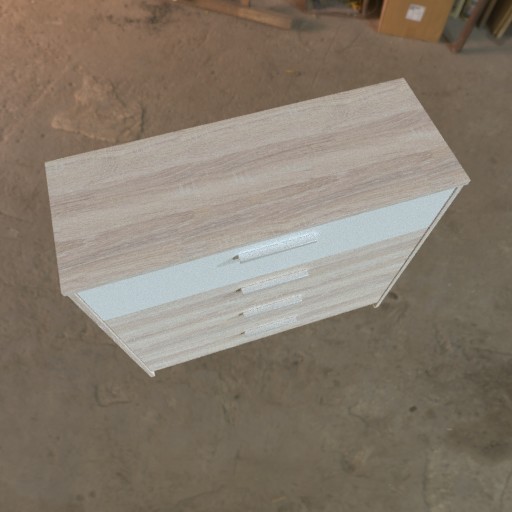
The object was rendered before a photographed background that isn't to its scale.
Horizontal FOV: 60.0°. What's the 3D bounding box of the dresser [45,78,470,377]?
[{"bbox_3d":[0.000,0.000,1.486,0.980,0.900,0.380,-16,64,-8],"label":"dresser"}]
